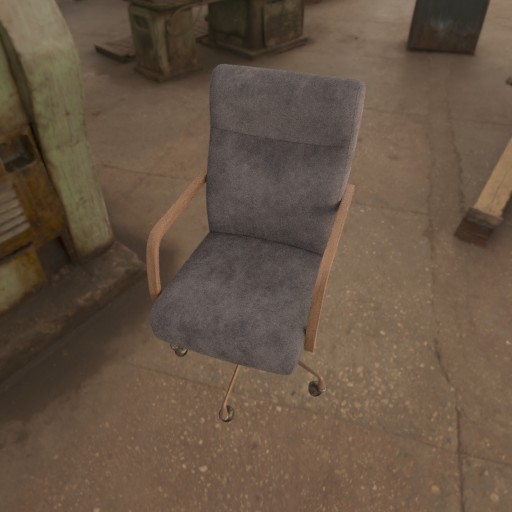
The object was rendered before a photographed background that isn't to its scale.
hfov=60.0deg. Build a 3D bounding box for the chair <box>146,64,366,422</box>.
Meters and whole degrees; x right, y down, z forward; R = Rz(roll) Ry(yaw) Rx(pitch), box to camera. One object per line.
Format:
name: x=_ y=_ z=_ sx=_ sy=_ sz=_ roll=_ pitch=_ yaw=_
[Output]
chair: x=0.000 y=0.000 z=1.509 sx=0.640 sy=1.029 sz=0.741 roll=13 pitch=43 yaw=14
